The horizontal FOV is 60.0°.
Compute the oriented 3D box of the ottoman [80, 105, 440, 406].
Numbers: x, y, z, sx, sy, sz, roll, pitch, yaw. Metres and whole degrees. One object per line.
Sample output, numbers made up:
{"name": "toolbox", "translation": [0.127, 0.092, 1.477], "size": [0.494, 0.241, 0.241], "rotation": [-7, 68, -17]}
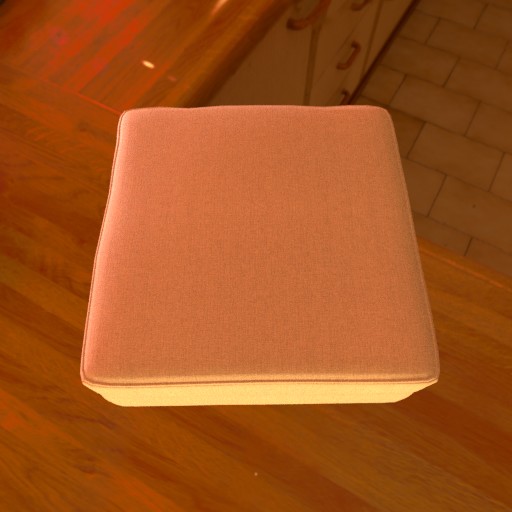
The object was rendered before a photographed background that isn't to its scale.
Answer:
{"name": "ottoman", "translation": [0.000, 0.000, 1.335], "size": [0.838, 0.503, 0.838], "rotation": [-1, 64, 0]}
